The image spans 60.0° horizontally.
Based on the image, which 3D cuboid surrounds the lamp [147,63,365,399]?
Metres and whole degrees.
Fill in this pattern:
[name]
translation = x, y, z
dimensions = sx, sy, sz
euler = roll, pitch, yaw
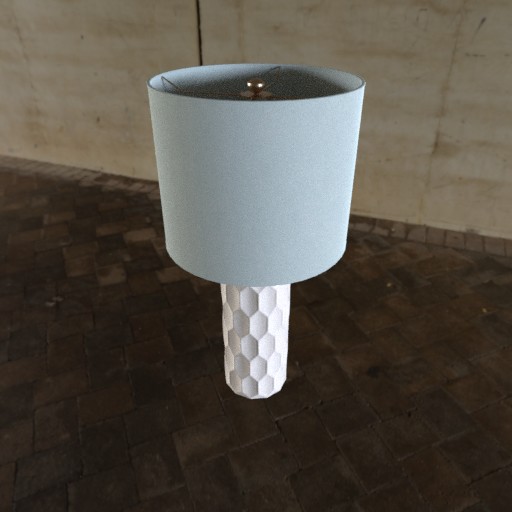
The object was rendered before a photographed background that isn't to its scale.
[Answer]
[lamp]
translation = 0.000, 0.000, 0.709
dimensions = 0.277, 0.534, 0.277
euler = -20, 36, -30
